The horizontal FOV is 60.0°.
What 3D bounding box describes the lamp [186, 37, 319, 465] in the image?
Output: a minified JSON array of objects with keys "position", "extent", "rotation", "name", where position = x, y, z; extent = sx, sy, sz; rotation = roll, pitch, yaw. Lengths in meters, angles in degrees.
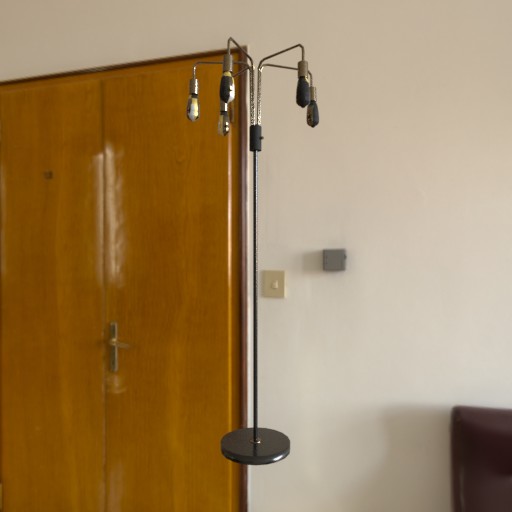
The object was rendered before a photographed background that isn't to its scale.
[{"position":[0.000,0.000,1.981],"extent":[0.599,1.721,0.572],"rotation":[0,0,-18],"name":"lamp"}]
